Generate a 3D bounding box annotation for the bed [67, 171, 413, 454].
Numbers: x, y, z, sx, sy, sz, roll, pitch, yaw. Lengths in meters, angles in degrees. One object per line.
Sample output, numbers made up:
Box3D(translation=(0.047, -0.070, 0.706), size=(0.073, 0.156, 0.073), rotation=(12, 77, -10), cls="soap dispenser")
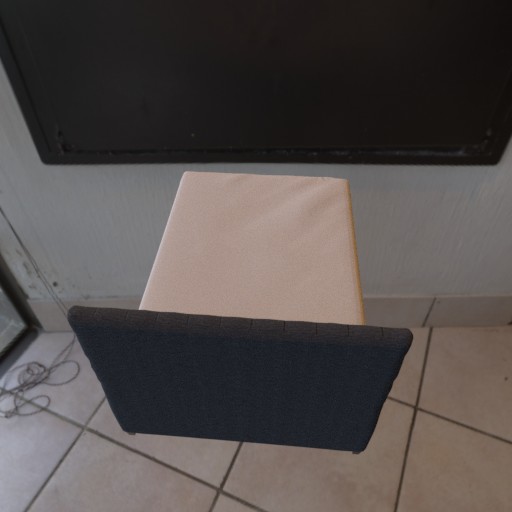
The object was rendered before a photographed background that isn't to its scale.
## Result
Box3D(translation=(0.000, 0.000, 3.420), size=(1.698, 1.427, 2.387), rotation=(3, 46, 3), cls="bed")
